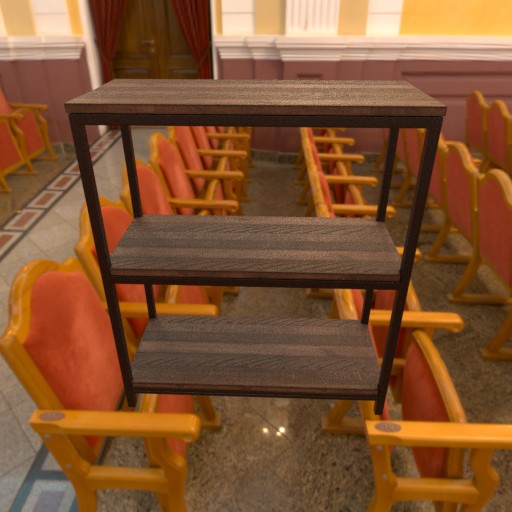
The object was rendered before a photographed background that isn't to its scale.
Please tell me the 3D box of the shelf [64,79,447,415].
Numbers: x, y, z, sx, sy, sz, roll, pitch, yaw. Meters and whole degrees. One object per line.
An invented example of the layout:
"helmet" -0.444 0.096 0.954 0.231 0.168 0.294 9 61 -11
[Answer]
"shelf" 0.000 0.000 1.337 0.822 0.947 0.352 1 30 2
